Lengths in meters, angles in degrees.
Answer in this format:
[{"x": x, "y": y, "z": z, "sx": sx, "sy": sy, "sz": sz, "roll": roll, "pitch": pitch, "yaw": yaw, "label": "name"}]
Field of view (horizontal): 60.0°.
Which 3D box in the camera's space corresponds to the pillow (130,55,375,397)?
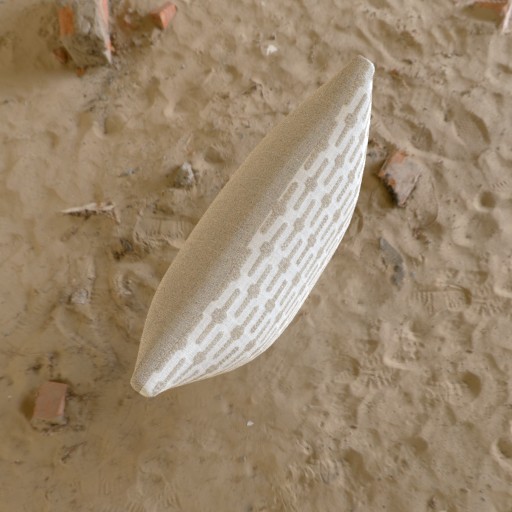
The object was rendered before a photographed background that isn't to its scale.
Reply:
[{"x": 0.000, "y": 0.000, "z": 0.757, "sx": 0.219, "sy": 0.491, "sz": 0.496, "roll": 32, "pitch": 77, "yaw": 8, "label": "pillow"}]
